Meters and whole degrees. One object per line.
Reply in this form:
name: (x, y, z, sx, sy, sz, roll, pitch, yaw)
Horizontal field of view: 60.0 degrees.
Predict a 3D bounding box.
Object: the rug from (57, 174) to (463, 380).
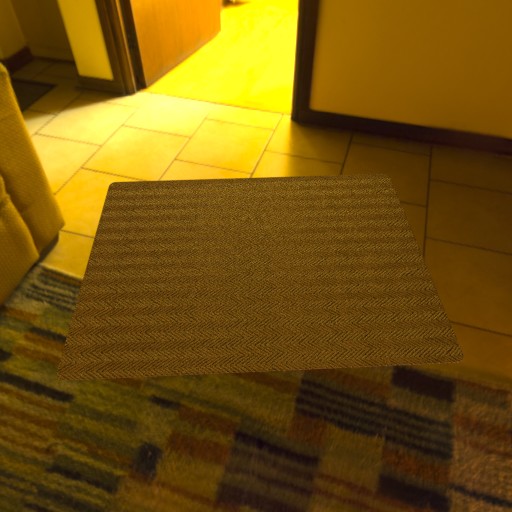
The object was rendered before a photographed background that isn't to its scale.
rug: (0.000, 0.000, 4.276, 3.207, 0.014, 2.439, -2, 47, -2)
